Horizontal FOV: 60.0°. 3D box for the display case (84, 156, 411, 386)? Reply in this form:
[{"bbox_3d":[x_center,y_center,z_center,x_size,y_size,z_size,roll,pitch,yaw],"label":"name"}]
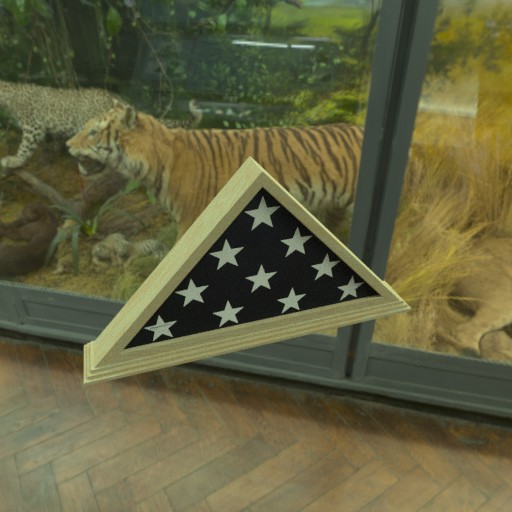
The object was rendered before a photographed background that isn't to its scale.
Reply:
[{"bbox_3d":[0.000,0.000,0.775,0.640,0.340,0.095,-10,35,-15],"label":"display case"}]
